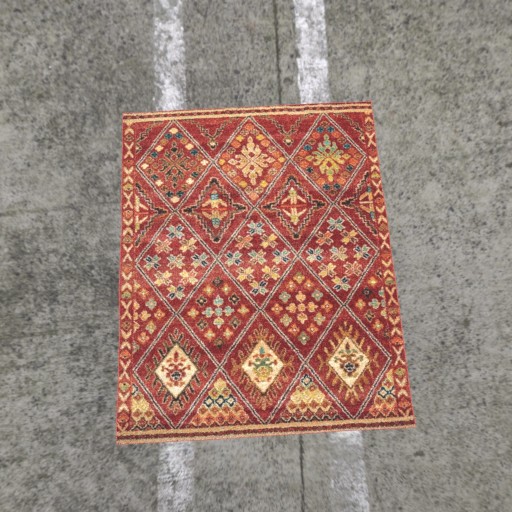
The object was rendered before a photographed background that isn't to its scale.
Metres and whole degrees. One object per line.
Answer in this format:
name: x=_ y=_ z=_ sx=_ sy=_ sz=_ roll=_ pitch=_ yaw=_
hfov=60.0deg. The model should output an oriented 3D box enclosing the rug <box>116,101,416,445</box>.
rug: x=0.000 y=0.000 z=4.043 sx=2.489 sy=0.030 sz=3.086 roll=-3 pitch=76 yaw=-1
